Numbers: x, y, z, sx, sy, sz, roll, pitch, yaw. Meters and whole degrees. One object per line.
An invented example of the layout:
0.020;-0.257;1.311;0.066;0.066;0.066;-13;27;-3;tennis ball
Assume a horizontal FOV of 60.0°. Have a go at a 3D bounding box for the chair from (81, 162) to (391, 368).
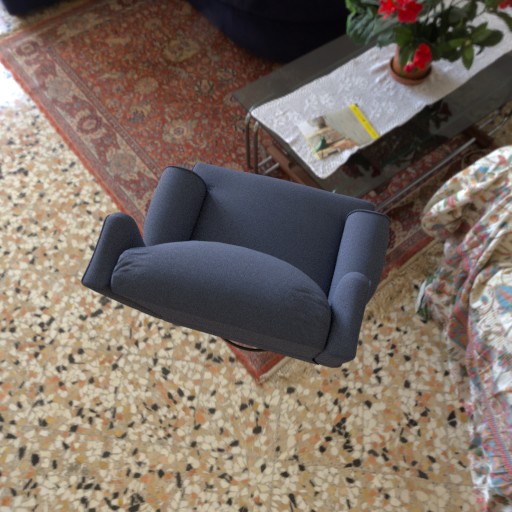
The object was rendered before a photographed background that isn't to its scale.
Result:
0.000;0.000;1.733;0.971;1.020;0.877;14;64;7;chair
